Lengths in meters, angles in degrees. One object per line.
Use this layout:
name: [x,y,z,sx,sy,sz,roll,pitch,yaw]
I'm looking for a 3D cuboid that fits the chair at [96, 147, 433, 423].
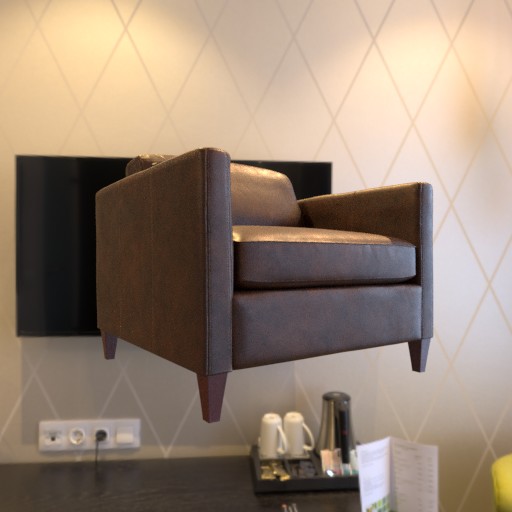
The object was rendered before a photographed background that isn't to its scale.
chair: [0.000,0.000,1.759,0.990,0.864,0.975,0,-1,-35]
